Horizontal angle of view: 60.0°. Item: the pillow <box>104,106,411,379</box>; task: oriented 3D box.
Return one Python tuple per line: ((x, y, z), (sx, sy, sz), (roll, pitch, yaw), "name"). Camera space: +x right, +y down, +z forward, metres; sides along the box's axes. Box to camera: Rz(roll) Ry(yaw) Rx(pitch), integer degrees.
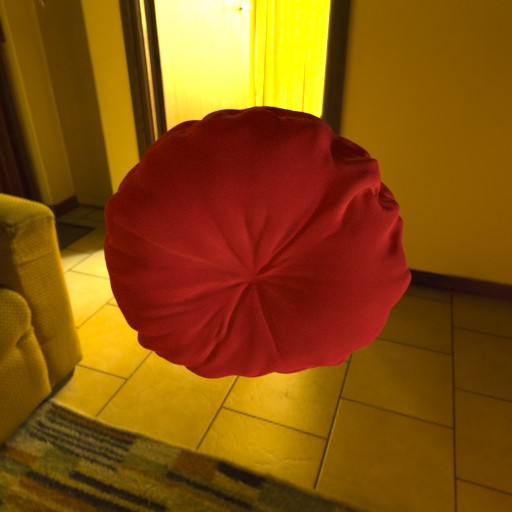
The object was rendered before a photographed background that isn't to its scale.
((0.000, 0.000, 0.632), (0.428, 0.407, 0.148), (0, 29, 0), "pillow")
